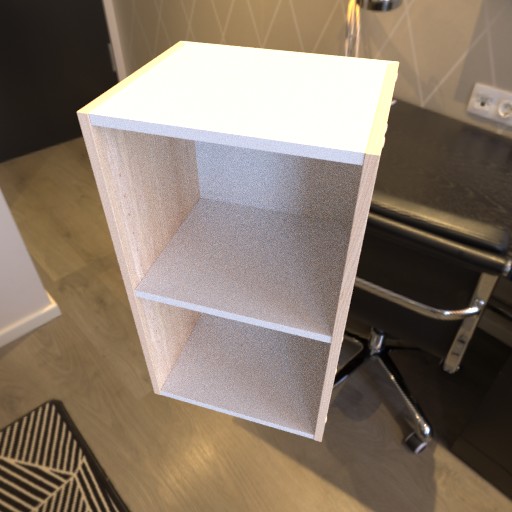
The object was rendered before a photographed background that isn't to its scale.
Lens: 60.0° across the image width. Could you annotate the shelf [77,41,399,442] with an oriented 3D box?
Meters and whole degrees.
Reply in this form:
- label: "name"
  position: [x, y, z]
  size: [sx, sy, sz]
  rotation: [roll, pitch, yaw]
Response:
- label: "shelf"
  position: [0.000, 0.000, 0.778]
  size: [0.350, 0.600, 0.290]
  rotation: [12, 43, 13]
